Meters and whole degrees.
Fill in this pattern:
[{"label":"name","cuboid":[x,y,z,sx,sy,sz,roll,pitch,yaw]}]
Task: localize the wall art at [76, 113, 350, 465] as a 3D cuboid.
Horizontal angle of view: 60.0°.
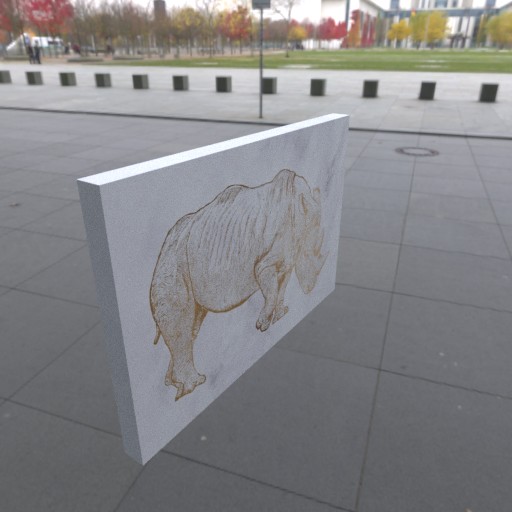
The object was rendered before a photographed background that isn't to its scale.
[{"label":"wall art","cuboid":[0.000,0.000,0.772,0.038,0.407,0.609,17,30,31]}]
